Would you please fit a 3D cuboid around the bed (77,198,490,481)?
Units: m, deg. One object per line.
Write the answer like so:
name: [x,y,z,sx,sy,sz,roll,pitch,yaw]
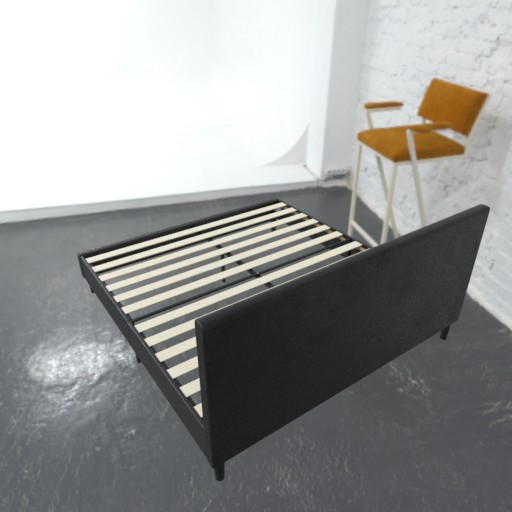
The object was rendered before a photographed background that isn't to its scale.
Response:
bed: [0.000,0.000,3.235,2.018,1.046,2.152,-19,35,-30]
